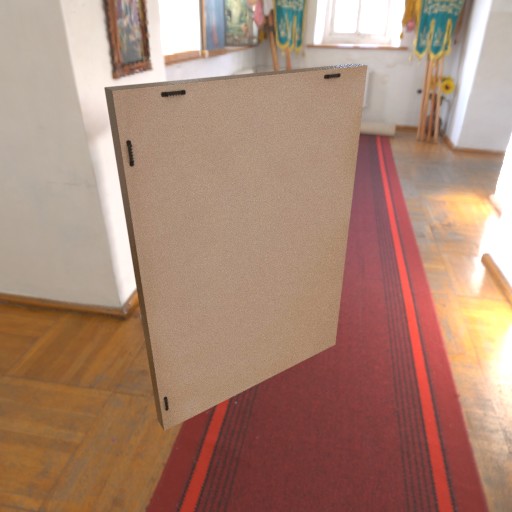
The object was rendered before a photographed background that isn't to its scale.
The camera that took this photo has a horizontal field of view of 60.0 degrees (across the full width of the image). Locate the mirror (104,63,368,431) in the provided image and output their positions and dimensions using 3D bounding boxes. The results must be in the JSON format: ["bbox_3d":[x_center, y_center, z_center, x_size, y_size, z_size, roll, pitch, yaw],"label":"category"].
[{"bbox_3d":[0.000,0.000,0.931,0.507,0.710,0.040,-19,35,-29],"label":"mirror"}]
